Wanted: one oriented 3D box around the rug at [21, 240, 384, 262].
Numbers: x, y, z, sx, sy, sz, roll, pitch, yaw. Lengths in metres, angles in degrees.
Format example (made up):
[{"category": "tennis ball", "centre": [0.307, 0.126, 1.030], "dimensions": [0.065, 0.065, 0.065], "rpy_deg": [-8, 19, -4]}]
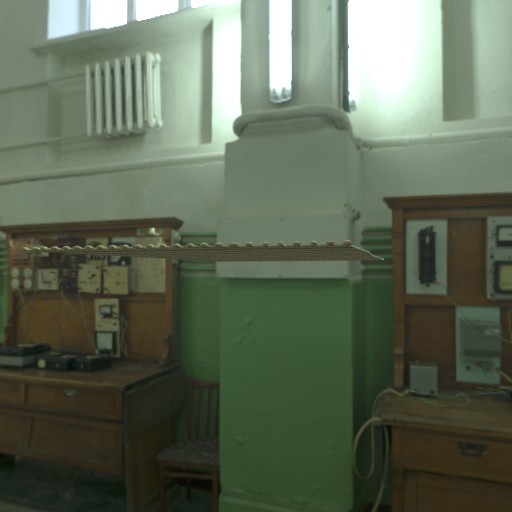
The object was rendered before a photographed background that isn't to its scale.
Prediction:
[{"category": "rug", "centre": [0.000, 0.000, 2.994], "dimensions": [1.556, 0.022, 2.433], "rpy_deg": [-1, -2, 19]}]
